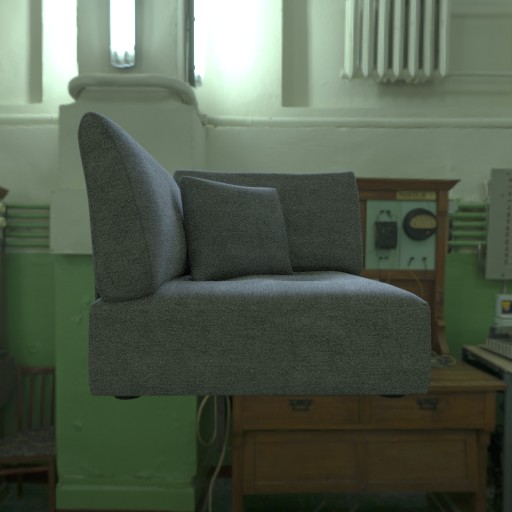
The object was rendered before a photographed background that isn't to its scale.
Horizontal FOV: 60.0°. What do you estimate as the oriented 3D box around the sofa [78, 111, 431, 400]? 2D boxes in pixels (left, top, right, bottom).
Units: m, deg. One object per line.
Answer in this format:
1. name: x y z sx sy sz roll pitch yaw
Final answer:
1. sofa: 0.000 0.000 1.697 1.000 0.820 1.000 0 1 -1
